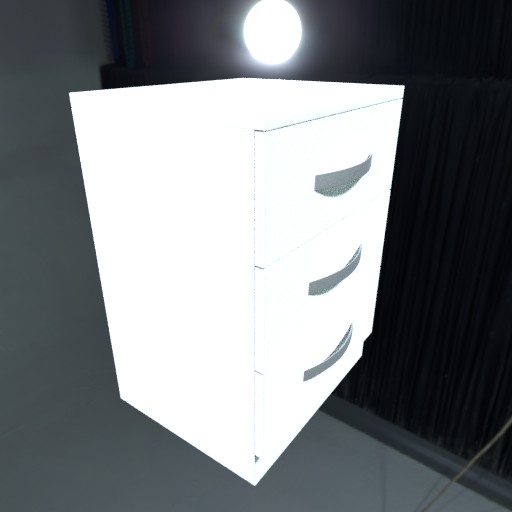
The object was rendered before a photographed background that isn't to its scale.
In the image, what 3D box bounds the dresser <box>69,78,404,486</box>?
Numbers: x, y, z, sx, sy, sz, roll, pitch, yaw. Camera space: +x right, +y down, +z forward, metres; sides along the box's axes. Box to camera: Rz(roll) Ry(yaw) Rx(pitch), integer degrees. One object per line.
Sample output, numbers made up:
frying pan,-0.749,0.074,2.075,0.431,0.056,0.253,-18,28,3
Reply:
dresser,0.000,0.000,0.793,0.360,0.560,0.400,17,30,32
